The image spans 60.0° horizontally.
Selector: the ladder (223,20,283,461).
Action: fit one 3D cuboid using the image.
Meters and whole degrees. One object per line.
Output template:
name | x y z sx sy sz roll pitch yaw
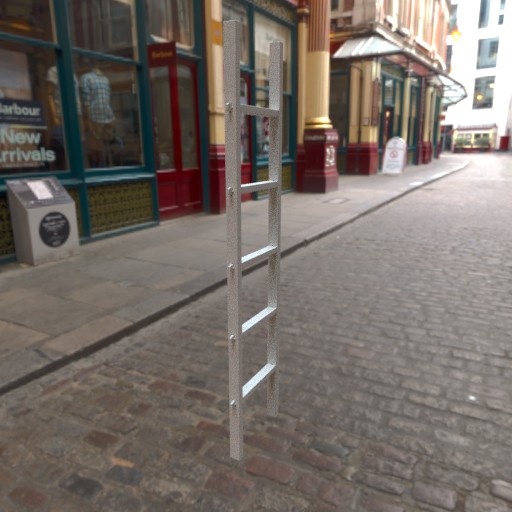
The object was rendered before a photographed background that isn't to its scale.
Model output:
ladder | 0.000 0.000 1.950 0.051 1.797 0.452 7 16 27
